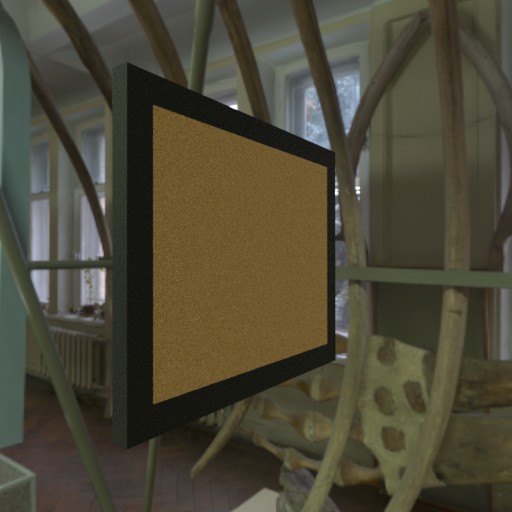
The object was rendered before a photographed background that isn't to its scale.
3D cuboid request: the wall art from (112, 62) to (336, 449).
[{"bbox_3d":[0.000,0.000,0.760,0.028,0.460,0.561,0,0,36],"label":"wall art"}]
